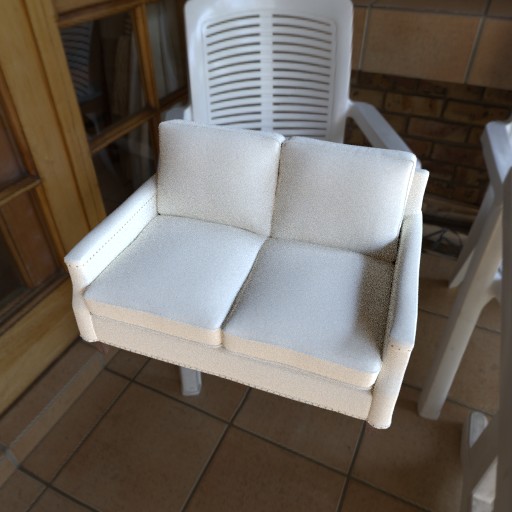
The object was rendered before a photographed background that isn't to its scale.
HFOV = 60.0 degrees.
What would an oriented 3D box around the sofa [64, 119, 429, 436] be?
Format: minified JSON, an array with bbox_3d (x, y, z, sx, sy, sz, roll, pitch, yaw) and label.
[{"bbox_3d":[0.000,0.000,2.281,1.597,1.003,1.084,12,41,15],"label":"sofa"}]
